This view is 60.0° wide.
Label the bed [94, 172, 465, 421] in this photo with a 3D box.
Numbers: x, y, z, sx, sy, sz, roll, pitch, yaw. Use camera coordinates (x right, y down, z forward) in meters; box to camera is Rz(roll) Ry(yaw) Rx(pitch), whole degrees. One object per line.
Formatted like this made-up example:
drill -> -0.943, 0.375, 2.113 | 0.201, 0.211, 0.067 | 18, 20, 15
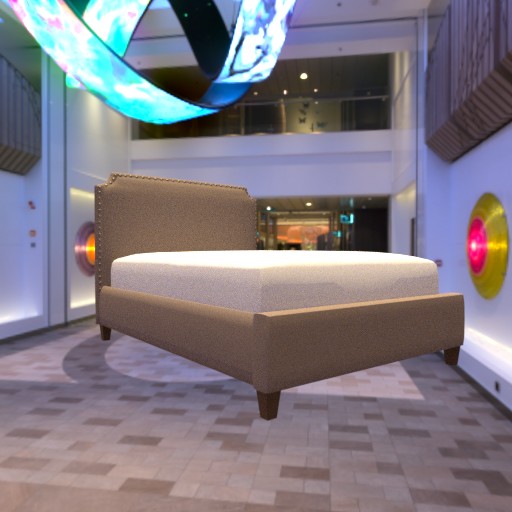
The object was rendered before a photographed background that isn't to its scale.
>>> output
bed -> 0.000, 0.000, 3.371 | 1.713, 1.443, 2.372 | 0, 1, -37
